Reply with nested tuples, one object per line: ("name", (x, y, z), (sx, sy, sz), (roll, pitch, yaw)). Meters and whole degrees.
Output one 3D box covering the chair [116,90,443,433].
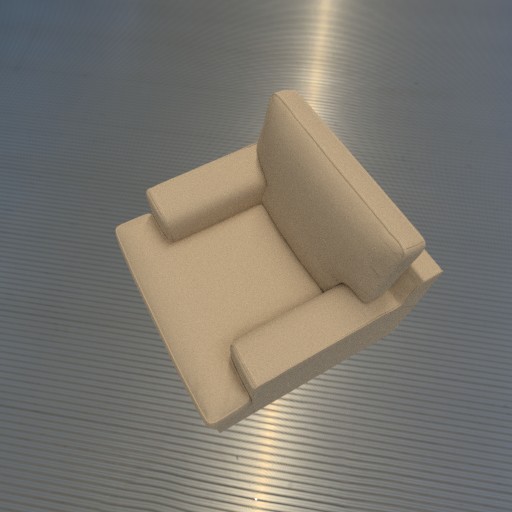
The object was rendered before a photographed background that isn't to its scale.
("chair", (0.000, 0.000, 2.191), (1.274, 1.005, 1.293), (-33, 66, -17))
